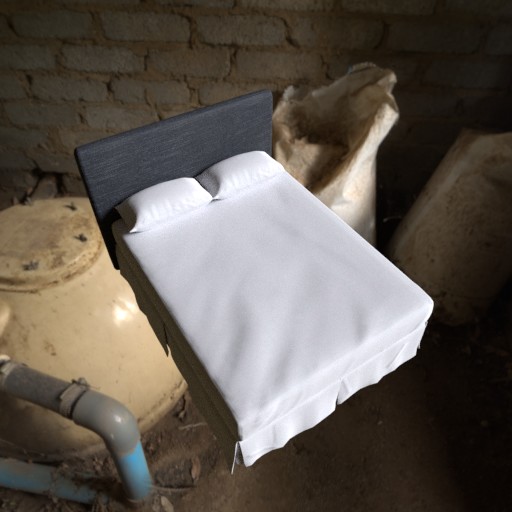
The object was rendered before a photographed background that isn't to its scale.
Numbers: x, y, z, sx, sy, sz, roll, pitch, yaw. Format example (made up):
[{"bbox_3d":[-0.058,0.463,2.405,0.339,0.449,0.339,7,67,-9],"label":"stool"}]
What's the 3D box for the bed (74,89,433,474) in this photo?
[{"bbox_3d":[0.000,0.000,3.275,1.723,1.330,2.142,-25,52,-22],"label":"bed"}]
